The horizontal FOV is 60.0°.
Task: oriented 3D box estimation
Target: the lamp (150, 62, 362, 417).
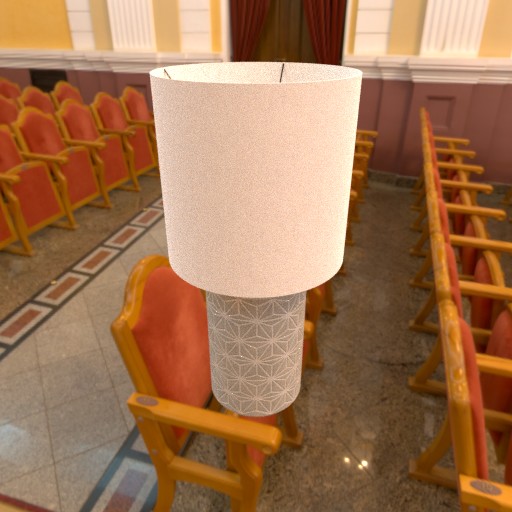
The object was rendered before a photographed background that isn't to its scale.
[{"bbox_3d":[0.000,0.000,0.536,0.206,0.416,0.206,8,29,15],"label":"lamp"}]
